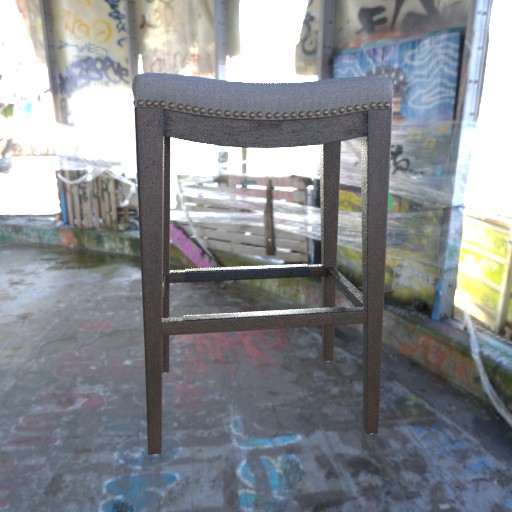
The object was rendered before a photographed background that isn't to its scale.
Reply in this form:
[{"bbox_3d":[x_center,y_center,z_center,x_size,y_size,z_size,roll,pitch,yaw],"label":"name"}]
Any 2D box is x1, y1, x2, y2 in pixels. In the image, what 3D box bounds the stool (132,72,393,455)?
[{"bbox_3d":[0.000,0.000,1.033,0.508,0.762,0.356,-2,16,-8],"label":"stool"}]
